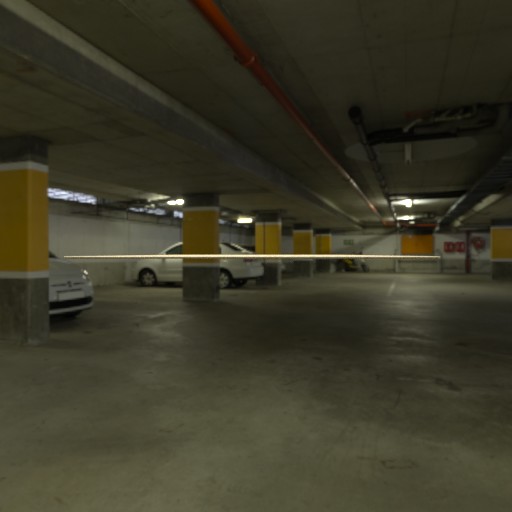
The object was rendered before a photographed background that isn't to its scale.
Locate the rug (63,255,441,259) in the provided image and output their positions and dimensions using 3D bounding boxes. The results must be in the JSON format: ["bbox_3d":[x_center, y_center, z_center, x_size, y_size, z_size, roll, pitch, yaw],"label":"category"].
[{"bbox_3d":[0.000,0.000,2.343,1.220,0.007,1.828,0,0,1],"label":"rug"}]
